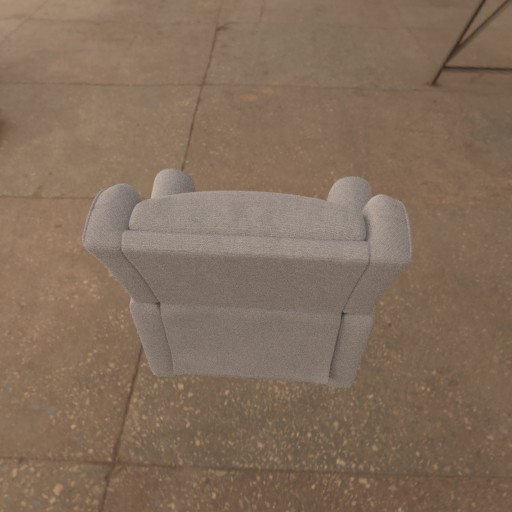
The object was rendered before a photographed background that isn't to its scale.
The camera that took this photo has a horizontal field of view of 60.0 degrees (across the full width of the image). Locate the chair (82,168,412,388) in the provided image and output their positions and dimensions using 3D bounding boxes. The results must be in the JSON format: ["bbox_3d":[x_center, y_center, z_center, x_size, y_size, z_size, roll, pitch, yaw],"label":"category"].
[{"bbox_3d":[0.000,0.000,1.649,0.906,0.966,0.854,3,46,3],"label":"chair"}]
